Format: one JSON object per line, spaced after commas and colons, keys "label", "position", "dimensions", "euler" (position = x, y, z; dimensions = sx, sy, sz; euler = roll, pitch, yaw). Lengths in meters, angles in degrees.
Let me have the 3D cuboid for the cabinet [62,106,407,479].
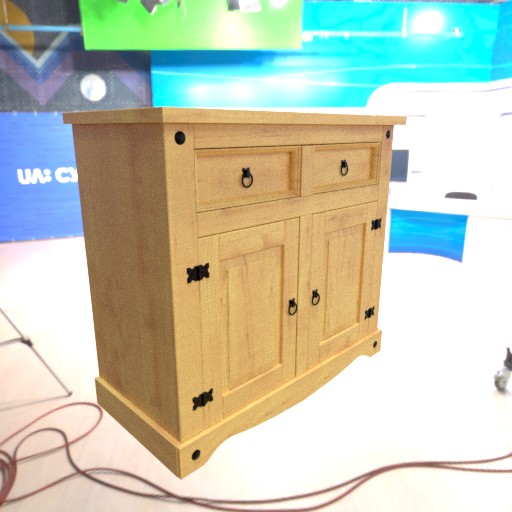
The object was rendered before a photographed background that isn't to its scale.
{"label": "cabinet", "position": [0.000, 0.000, 1.382], "dimensions": [0.920, 0.840, 0.450], "euler": [-15, 22, -42]}
